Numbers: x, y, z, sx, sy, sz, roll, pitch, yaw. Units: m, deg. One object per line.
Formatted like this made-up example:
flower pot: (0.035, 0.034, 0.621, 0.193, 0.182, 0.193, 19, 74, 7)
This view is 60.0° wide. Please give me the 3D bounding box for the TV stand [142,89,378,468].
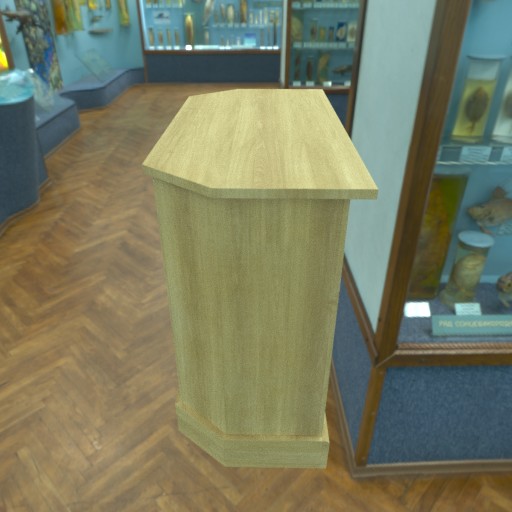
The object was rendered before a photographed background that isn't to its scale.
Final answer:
TV stand: (0.000, 0.000, 1.311, 0.425, 0.781, 0.851, 1, 31, 1)
